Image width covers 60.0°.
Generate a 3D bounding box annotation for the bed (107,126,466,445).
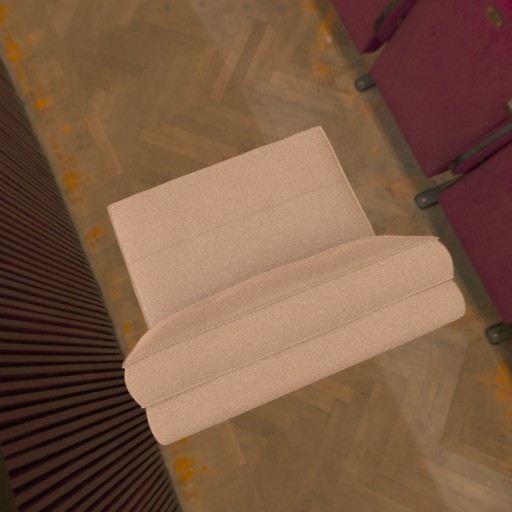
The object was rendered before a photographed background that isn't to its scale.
[{"bbox_3d":[0.000,0.000,1.316,0.799,0.614,0.749,-22,78,-5],"label":"bed"}]
